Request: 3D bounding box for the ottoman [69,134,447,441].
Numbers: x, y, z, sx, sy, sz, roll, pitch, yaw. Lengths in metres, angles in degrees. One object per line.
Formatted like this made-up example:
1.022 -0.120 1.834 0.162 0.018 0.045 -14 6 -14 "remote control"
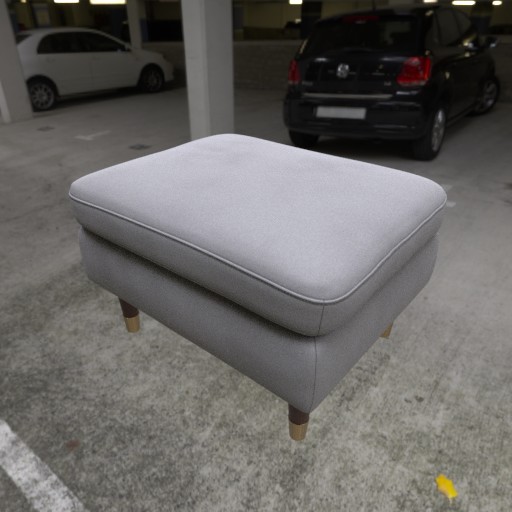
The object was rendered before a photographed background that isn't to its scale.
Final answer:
0.000 0.000 1.112 0.747 0.478 0.593 22 37 33 "ottoman"
